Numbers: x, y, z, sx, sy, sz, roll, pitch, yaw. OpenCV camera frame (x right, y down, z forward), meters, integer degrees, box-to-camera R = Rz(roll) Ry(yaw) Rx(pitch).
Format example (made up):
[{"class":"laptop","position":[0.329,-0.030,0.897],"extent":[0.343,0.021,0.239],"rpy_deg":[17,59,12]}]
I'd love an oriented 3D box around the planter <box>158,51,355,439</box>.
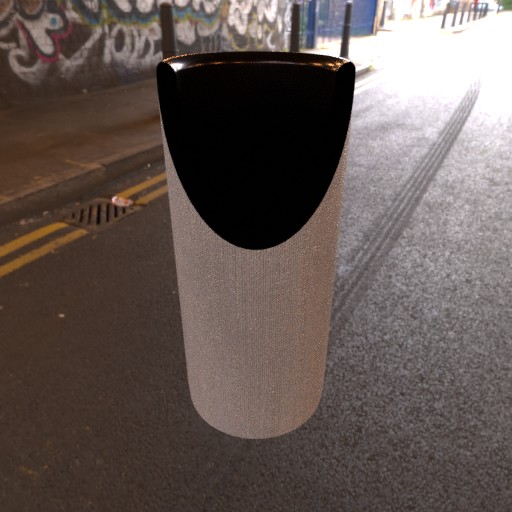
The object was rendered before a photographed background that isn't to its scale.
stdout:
[{"class":"planter","position":[0.000,0.000,0.127],"extent":[0.045,0.103,0.045],"rpy_deg":[-11,32,-19]}]
